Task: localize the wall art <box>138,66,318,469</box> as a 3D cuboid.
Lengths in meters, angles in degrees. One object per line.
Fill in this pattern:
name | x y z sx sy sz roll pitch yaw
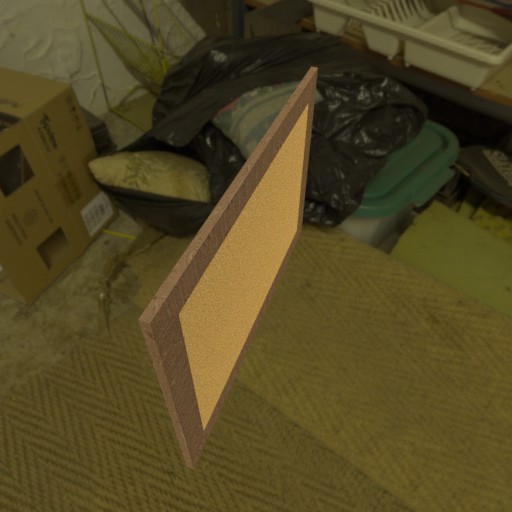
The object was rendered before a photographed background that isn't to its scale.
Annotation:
wall art | 0.000 0.000 1.168 0.019 0.626 0.917 15 48 14
